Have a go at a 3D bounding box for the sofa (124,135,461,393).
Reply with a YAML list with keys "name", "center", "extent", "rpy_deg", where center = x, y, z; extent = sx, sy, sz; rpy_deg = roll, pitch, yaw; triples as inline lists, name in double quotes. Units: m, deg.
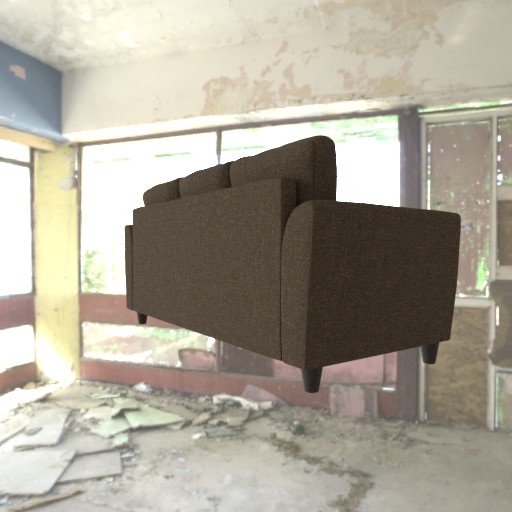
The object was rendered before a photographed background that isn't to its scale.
- name: "sofa"
  center: [0.000, 0.000, 2.364]
  extent: [0.837, 0.891, 1.847]
  rpy_deg: [-1, 1, -34]
